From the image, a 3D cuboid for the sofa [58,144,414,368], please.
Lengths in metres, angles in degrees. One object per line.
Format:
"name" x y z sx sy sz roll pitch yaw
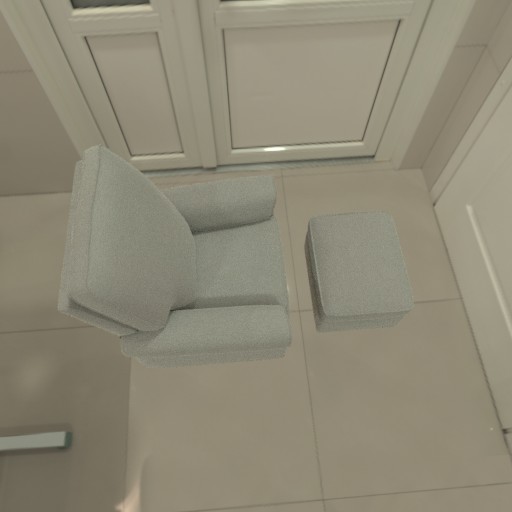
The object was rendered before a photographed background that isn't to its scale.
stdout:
"sofa" 0.000 0.000 2.067 1.478 0.959 0.880 -4 64 -2
